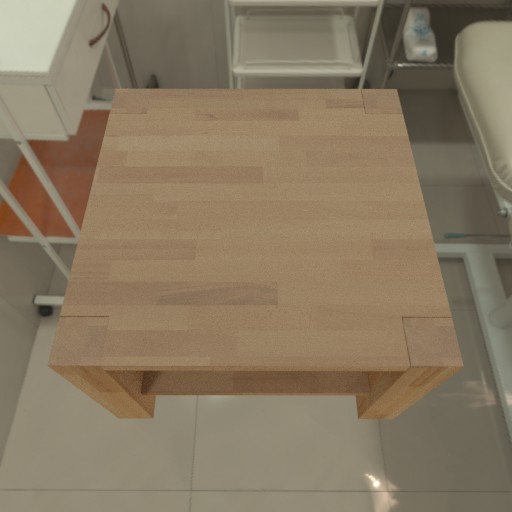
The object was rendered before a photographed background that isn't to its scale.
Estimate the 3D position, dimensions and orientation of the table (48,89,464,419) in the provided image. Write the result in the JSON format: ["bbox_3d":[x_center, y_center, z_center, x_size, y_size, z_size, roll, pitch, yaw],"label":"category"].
[{"bbox_3d":[0.000,0.000,1.117,0.700,0.451,0.700,0,59,0],"label":"table"}]
